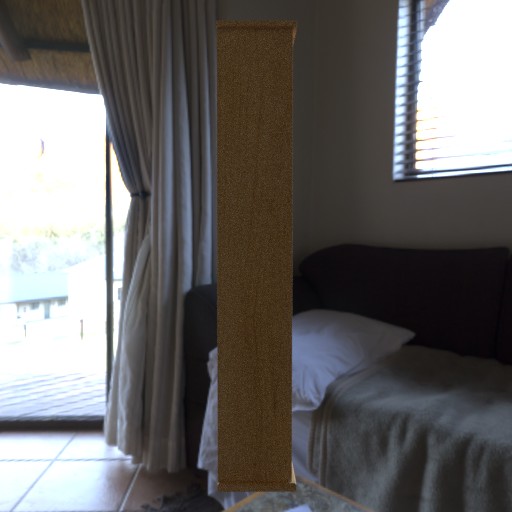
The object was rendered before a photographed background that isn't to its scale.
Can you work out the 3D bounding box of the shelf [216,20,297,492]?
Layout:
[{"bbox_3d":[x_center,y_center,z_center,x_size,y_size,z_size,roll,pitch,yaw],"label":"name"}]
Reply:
[{"bbox_3d":[0.000,0.000,1.224,0.175,1.030,0.520,0,1,0],"label":"shelf"}]
